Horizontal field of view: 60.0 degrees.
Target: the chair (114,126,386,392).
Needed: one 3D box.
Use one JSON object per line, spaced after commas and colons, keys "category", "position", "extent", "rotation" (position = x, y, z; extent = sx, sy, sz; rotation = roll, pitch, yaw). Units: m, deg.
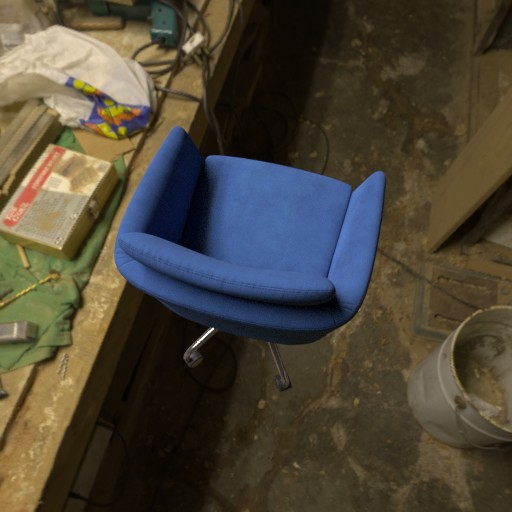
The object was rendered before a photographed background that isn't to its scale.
{"category": "chair", "position": [0.000, 0.000, 1.365], "extent": [0.641, 0.908, 0.635], "rotation": [13, 64, 7]}
